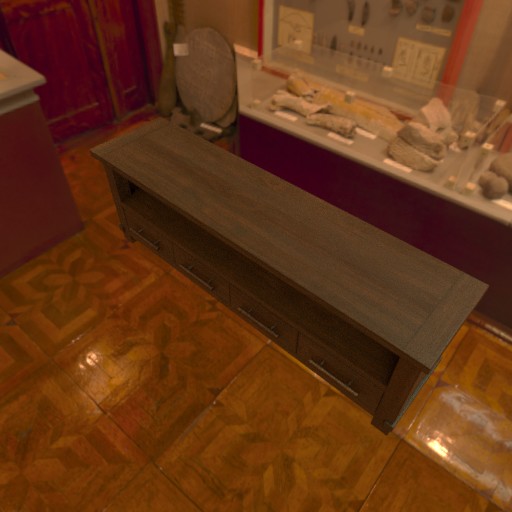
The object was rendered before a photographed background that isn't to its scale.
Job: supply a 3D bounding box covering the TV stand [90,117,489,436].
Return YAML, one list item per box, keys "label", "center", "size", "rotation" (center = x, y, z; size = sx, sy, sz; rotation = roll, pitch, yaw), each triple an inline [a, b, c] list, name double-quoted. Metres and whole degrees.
- label: "TV stand"
  center: [0.000, 0.000, 2.143]
  size: [1.866, 0.615, 0.471]
  rotation: [33, 54, 28]
